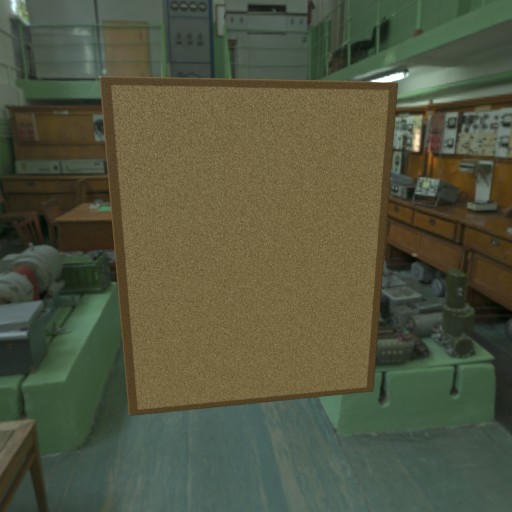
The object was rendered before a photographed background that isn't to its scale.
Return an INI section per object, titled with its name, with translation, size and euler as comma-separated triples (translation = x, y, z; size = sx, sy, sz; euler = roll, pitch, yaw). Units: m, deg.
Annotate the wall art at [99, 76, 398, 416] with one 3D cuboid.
[wall art]
translation = 0.000, 0.000, 0.740
size = 0.449, 0.550, 0.021
euler = -3, 16, -9
